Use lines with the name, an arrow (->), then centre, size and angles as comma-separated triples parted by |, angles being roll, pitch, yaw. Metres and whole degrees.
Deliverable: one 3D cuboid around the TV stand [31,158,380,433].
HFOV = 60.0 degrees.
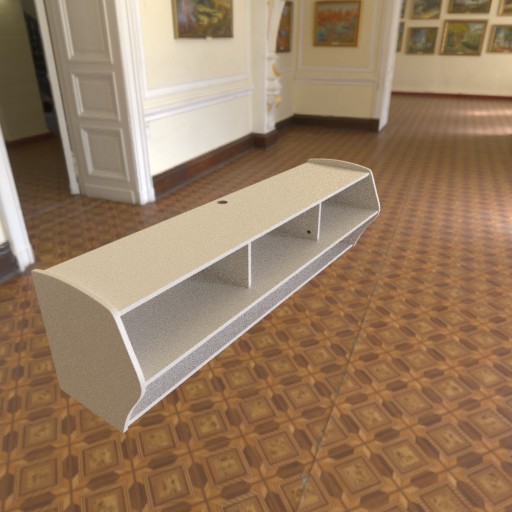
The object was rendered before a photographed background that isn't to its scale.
TV stand -> 0.000, 0.000, 1.680 | 0.397, 0.424, 1.473 | 18, 31, 32
